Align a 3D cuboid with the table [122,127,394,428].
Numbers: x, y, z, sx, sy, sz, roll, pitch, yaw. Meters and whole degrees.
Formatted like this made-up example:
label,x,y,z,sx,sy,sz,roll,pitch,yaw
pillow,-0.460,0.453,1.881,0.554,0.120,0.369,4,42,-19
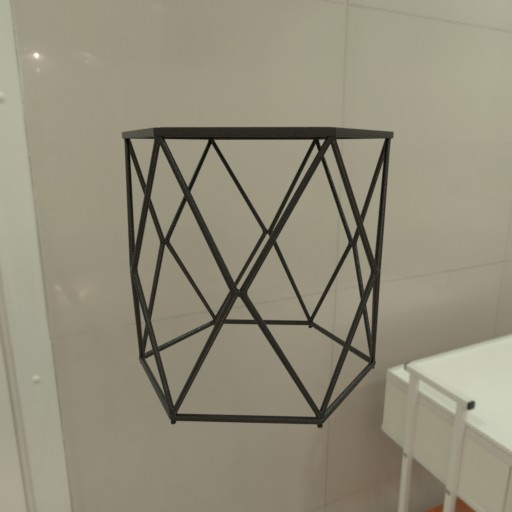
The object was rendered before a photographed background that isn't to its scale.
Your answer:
label,x,y,z,sx,sy,sz,roll,pitch,yaw
table,0.000,0.000,1.040,0.579,0.564,0.578,-7,16,-26
